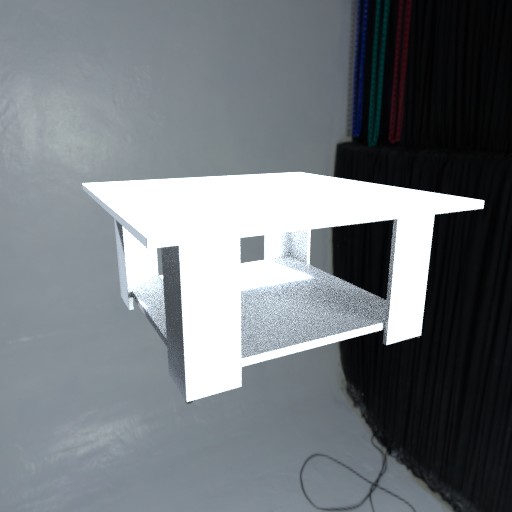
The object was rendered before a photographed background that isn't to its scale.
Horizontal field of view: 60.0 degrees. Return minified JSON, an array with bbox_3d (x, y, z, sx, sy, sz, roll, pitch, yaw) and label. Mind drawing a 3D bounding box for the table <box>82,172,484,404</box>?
[{"bbox_3d":[0.000,0.000,1.056,0.670,0.305,0.670,-8,18,-26],"label":"table"}]
